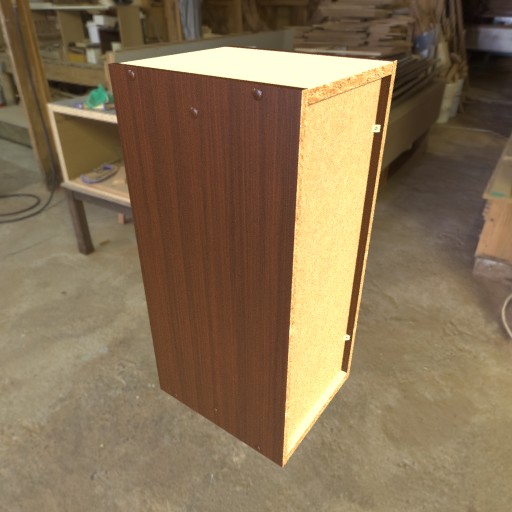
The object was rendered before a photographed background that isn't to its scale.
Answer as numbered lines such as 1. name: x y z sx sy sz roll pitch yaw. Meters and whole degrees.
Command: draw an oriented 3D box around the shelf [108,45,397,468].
1. shelf: 0.000 0.000 0.741 0.290 0.600 0.253 21 37 30
